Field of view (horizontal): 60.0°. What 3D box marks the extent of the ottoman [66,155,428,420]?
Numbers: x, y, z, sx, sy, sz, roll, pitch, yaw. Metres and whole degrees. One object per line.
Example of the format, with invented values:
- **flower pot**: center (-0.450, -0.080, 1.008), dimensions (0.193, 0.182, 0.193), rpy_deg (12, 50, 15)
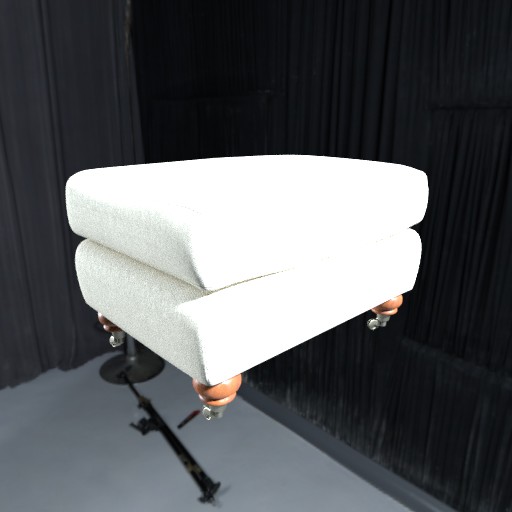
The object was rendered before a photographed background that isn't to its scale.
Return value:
- **ottoman**: center (0.000, 0.000, 1.166), dimensions (0.773, 0.499, 0.569), rpy_deg (-15, 23, -41)
